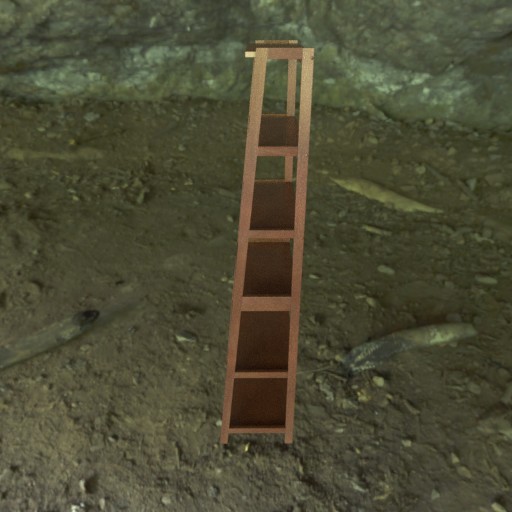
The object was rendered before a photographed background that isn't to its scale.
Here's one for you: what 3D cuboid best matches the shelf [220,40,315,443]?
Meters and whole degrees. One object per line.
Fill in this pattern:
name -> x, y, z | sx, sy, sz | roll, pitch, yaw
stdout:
shelf -> 0.000, 0.000, 2.184 | 0.382, 1.892, 0.660 | 0, 28, 0
